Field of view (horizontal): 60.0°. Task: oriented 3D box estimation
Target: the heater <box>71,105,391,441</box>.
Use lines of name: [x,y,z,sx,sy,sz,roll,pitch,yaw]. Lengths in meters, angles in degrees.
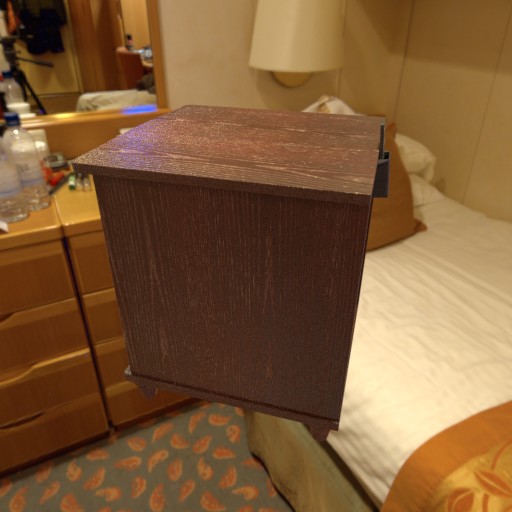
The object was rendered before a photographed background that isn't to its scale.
heater: [0.000,0.000,0.762,0.400,0.481,0.362,8,31,14]
